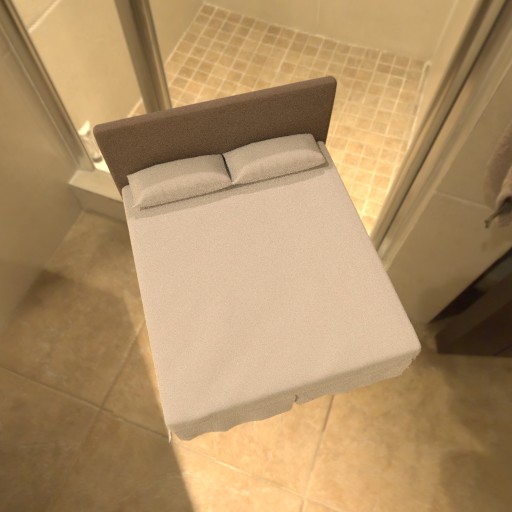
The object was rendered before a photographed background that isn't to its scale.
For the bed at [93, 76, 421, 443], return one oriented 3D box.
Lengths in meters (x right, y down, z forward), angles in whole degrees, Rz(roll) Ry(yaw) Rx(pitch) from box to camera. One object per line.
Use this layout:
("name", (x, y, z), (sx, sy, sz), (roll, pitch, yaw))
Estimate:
("bed", (0.000, 0.000, 3.660), (2.119, 1.317, 2.341), (-15, 63, -8))
